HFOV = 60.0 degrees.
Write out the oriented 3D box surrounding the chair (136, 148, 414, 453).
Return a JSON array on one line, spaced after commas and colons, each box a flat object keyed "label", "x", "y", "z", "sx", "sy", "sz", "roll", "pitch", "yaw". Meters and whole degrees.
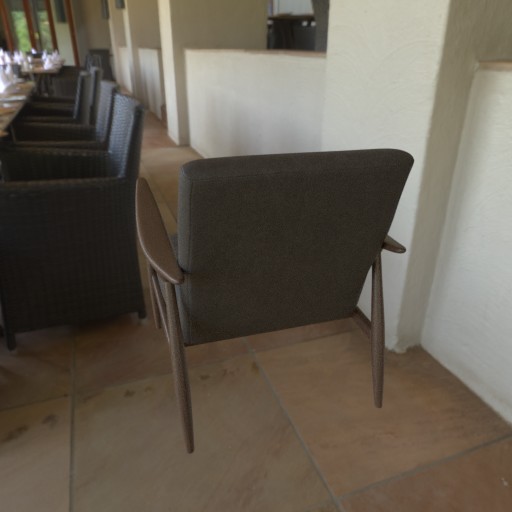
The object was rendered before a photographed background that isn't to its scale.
[{"label": "chair", "x": 0.000, "y": 0.000, "z": 1.481, "sx": 0.741, "sy": 0.831, "sz": 0.798, "roll": -7, "pitch": 26, "yaw": -15}]
